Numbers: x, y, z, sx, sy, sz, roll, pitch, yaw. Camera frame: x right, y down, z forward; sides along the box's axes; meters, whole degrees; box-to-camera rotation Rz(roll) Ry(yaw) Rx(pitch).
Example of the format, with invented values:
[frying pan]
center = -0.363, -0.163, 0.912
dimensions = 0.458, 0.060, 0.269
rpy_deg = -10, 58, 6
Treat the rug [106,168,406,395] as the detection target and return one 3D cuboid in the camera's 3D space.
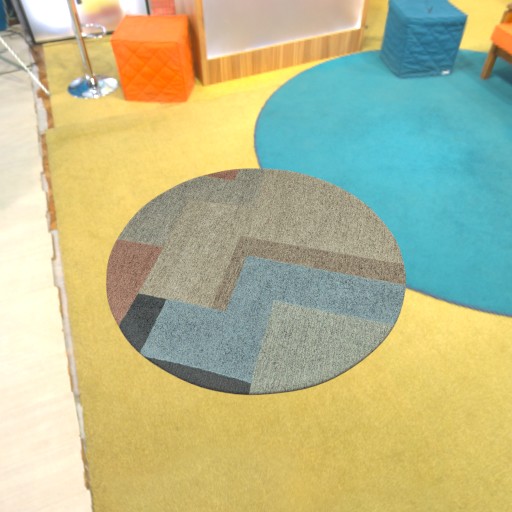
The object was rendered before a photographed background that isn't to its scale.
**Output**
[rug]
center = 0.000, 0.000, 3.726
dimensions = 2.461, 0.033, 2.461
rpy_deg = 0, 47, 0
